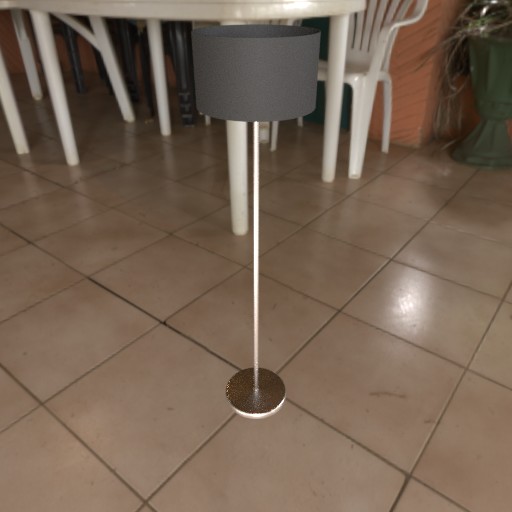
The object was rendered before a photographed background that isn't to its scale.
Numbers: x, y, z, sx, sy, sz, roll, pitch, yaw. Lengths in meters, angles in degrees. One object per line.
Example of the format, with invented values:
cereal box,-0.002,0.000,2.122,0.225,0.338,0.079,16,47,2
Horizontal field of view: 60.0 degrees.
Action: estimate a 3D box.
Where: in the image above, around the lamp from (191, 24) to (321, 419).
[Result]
lamp,0.000,0.000,1.584,0.348,1.443,0.348,22,38,31
